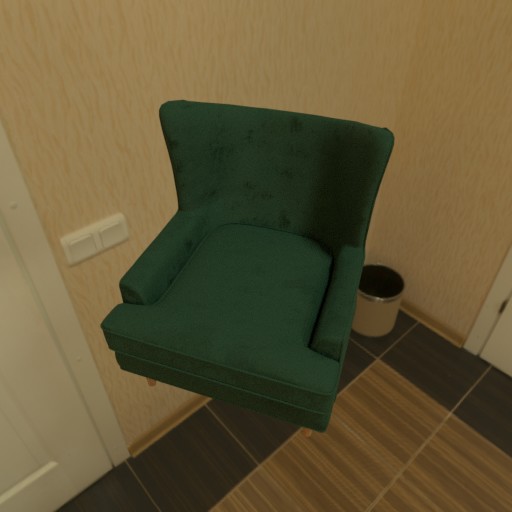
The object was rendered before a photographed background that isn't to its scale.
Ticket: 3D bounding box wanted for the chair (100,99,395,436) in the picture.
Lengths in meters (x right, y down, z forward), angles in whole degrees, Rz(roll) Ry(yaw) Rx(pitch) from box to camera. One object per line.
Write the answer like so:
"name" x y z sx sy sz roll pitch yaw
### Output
"chair" 0.000 0.000 1.634 0.793 0.952 0.910 13 42 14
